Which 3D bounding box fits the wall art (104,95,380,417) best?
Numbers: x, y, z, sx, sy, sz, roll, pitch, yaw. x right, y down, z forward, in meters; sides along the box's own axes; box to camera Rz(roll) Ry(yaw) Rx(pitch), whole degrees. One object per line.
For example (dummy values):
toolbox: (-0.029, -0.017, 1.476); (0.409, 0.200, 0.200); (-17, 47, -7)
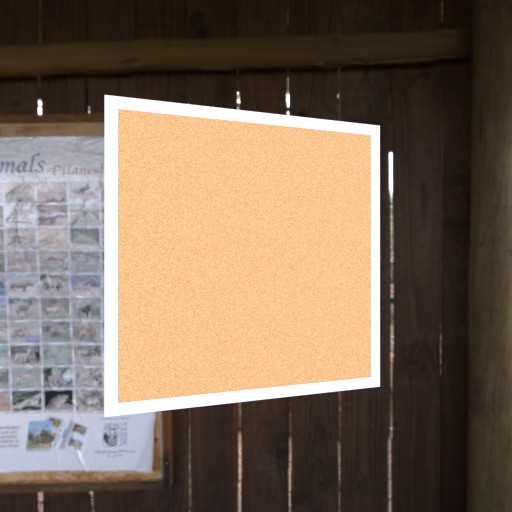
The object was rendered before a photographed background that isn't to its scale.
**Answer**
wall art: (0.000, 0.000, 0.863); (0.558, 0.559, 0.009); (0, 0, -19)
